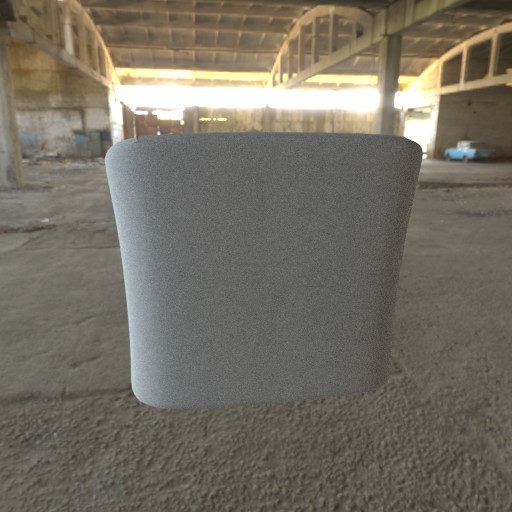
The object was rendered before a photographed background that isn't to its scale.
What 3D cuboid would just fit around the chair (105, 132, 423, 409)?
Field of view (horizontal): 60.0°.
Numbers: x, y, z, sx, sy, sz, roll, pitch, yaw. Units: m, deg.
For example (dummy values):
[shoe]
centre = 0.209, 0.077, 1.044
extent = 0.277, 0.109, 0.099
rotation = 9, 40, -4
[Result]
[chair]
centre = 0.000, 0.000, 1.351
extent = 0.790, 0.720, 0.700
rotation = -2, 15, -8
